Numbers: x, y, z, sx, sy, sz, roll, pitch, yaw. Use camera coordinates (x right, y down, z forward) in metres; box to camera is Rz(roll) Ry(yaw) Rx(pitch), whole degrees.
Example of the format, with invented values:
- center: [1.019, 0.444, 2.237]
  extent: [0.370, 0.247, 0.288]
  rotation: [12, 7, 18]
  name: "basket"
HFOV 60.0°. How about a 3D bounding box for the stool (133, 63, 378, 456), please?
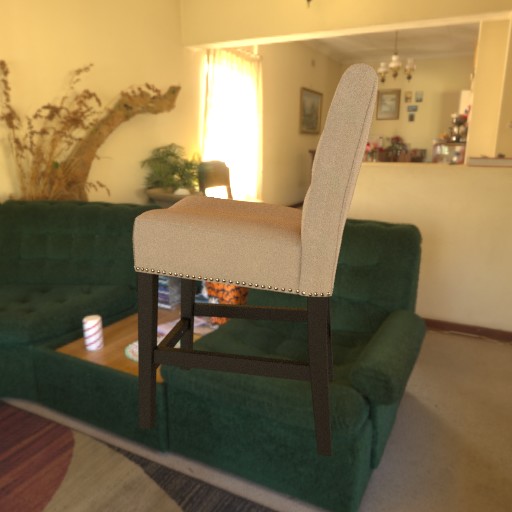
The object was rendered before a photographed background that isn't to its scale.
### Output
- center: [0.000, 0.000, 1.184]
  extent: [0.571, 0.885, 0.427]
  rotation: [2, 14, 9]
  name: "stool"
